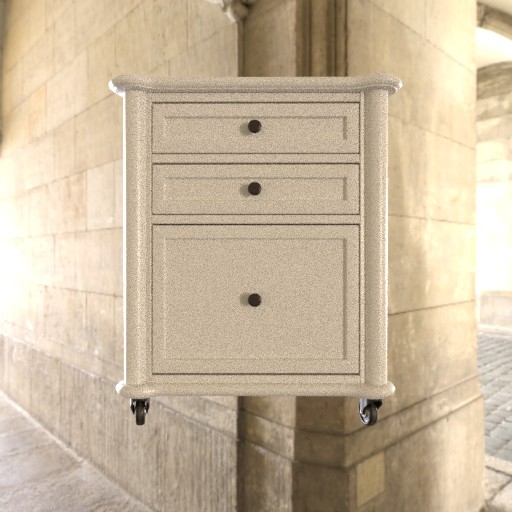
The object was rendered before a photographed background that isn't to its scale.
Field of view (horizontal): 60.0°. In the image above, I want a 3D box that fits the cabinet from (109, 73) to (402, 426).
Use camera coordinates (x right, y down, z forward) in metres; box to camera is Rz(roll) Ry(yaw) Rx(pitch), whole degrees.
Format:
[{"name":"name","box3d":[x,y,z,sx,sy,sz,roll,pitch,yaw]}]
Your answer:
[{"name":"cabinet","box3d":[0.000,0.000,1.226,0.628,0.761,0.627,0,0,0]}]
